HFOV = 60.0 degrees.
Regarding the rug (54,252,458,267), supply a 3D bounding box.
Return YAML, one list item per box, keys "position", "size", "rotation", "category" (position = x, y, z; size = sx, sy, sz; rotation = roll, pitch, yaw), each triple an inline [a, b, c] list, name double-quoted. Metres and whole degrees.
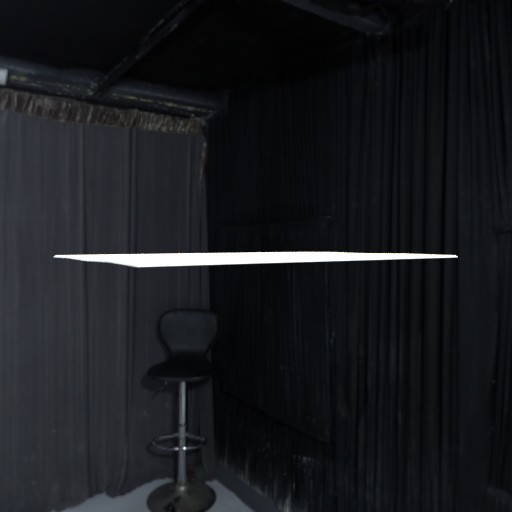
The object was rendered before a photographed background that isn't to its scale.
- position: [0.000, 0.000, 3.883]
  size: [2.901, 0.026, 2.043]
  rotation: [-1, 2, -35]
  category: "rug"
